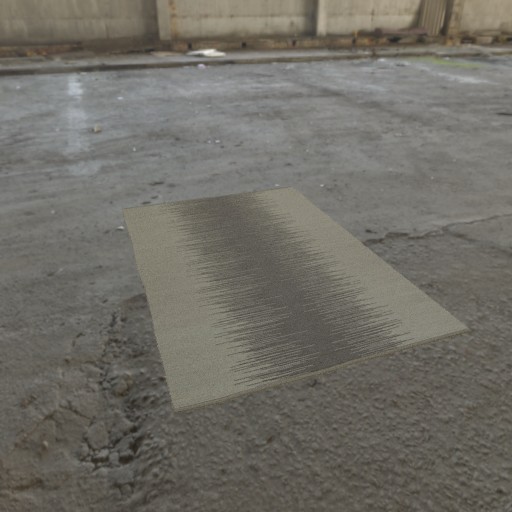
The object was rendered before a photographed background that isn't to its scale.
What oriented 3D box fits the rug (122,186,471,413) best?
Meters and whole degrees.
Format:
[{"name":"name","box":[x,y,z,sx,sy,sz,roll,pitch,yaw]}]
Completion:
[{"name":"rug","box":[0.000,0.000,2.367,1.226,0.007,1.815,-10,31,-17]}]
